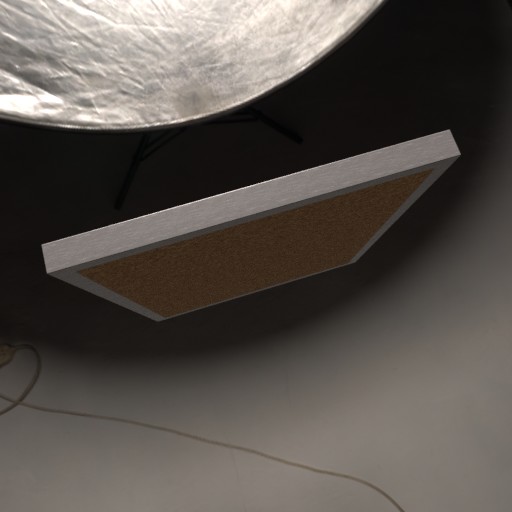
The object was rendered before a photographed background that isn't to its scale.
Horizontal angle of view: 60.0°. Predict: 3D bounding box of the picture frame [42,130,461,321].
[{"bbox_3d":[0.000,0.000,0.522,0.327,0.378,0.027,-16,77,-4],"label":"picture frame"}]
